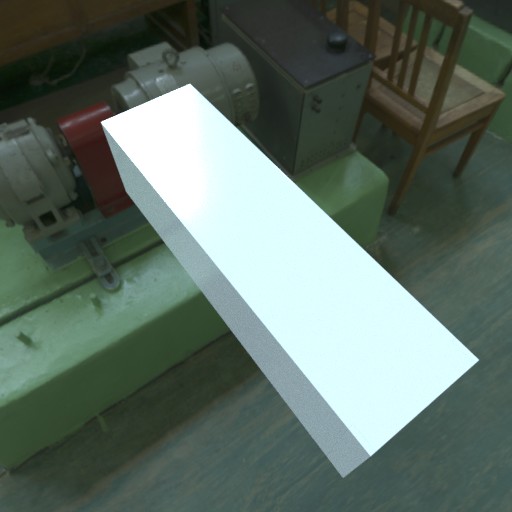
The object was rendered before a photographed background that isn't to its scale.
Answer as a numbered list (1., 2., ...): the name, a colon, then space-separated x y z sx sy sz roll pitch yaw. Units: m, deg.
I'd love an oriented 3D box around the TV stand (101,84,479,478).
1. TV stand: 0.000 0.000 1.658 0.410 0.440 1.500 -32 62 -19
